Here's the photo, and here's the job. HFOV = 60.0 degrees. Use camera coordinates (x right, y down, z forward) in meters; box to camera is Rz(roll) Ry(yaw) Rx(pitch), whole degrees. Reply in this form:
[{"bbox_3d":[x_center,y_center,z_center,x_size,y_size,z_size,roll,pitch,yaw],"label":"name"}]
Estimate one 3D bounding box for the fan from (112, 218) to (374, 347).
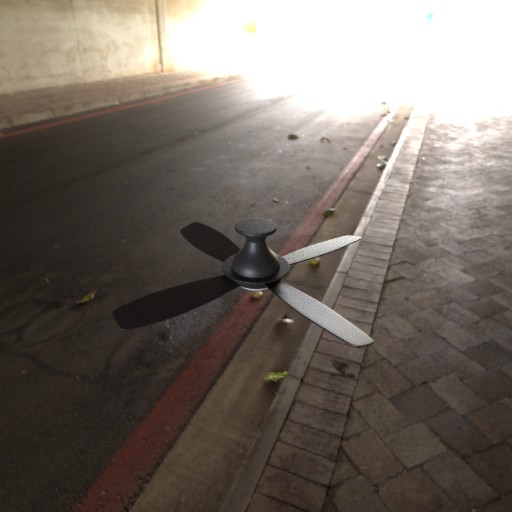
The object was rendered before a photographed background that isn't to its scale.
[{"bbox_3d":[0.000,0.000,2.560,1.694,0.382,1.694,-18,32,-32],"label":"fan"}]
